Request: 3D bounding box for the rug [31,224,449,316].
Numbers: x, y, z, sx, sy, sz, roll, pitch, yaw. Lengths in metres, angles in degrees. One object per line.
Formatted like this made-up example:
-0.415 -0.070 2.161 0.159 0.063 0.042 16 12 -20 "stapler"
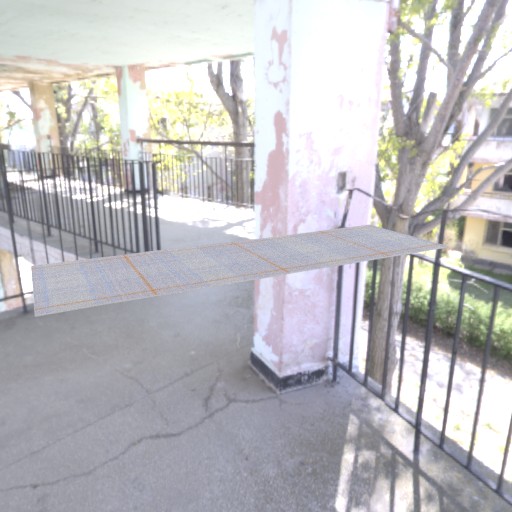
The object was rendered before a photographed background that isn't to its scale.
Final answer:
0.000 0.000 2.689 2.442 0.016 0.770 -8 18 -26 "rug"
